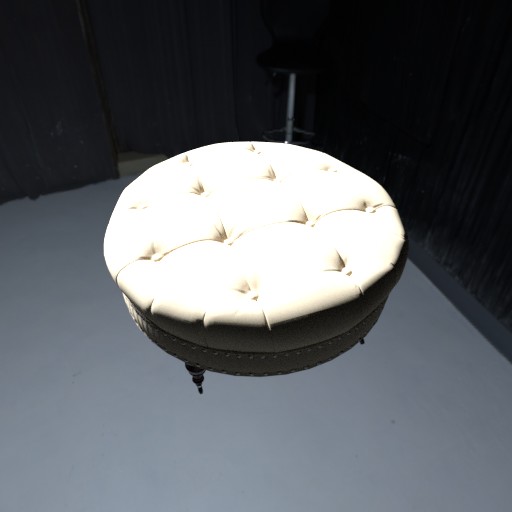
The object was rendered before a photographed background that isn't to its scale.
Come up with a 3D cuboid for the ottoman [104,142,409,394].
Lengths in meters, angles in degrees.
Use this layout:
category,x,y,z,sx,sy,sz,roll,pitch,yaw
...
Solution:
category,x,y,z,sx,sy,sz,roll,pitch,yaw
ottoman,0.000,0.000,1.427,0.901,0.439,0.901,0,41,0
